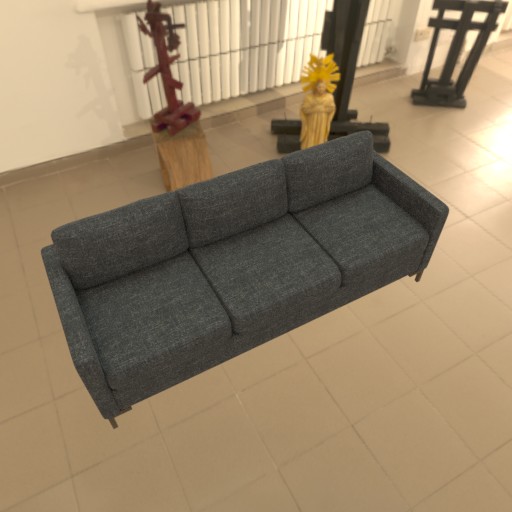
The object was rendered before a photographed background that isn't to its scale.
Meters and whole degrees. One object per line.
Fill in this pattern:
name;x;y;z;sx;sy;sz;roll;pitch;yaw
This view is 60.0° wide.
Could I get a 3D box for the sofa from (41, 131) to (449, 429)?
sofa;0.000;0.000;2.670;2.218;0.874;0.859;-22;50;-20
